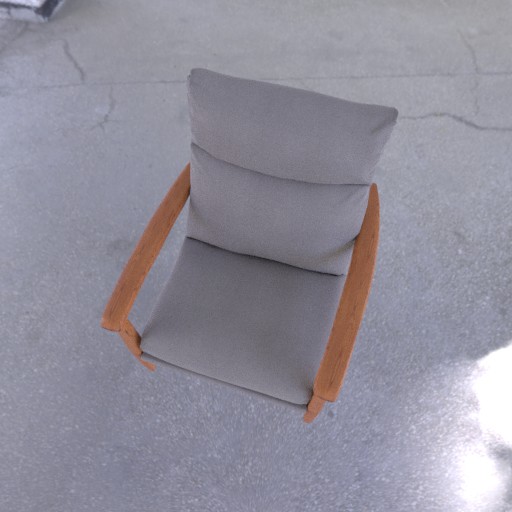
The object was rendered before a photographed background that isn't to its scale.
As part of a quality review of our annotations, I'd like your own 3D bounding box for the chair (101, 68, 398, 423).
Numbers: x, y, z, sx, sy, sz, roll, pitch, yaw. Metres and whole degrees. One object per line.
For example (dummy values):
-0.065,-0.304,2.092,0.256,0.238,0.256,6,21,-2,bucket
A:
0.000,0.000,1.514,0.782,0.922,0.816,16,60,9,chair
